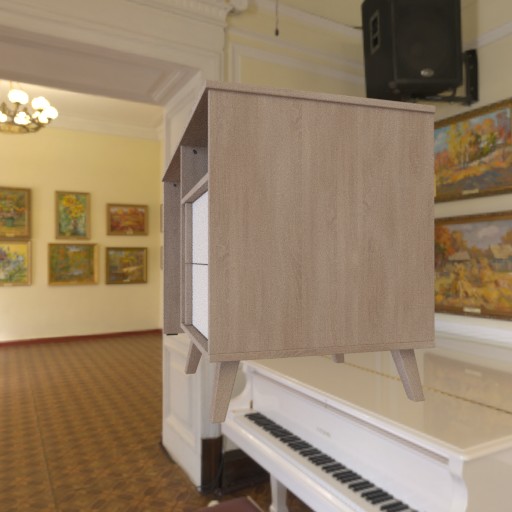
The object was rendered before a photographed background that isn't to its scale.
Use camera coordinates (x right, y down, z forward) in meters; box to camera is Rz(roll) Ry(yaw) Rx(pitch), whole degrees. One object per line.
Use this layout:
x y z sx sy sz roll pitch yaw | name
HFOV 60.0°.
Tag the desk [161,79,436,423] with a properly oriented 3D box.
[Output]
0.000 0.000 1.657 0.600 0.770 1.251 0 0 -16 | desk
